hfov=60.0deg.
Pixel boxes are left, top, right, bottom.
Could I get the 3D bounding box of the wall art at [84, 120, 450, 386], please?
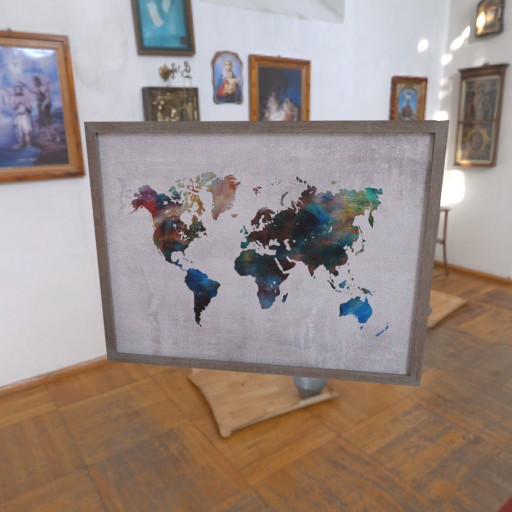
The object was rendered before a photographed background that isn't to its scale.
[{"bbox_3d":[0.000,0.000,1.328,1.012,0.774,0.019,2,16,9],"label":"wall art"}]
